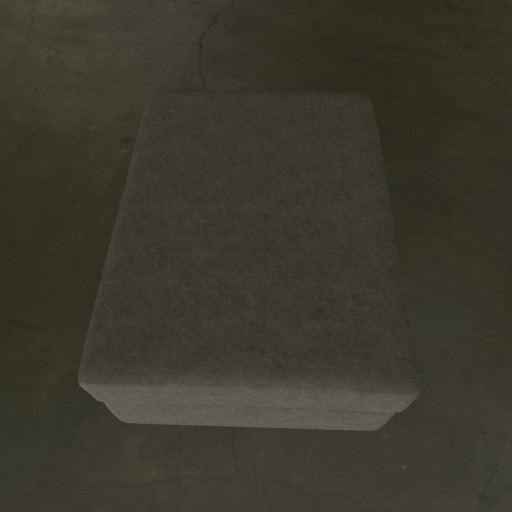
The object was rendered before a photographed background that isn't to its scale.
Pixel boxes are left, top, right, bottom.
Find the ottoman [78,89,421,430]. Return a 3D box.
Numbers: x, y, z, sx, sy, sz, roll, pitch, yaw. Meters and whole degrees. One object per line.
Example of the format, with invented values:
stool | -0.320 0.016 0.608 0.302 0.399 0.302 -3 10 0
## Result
ottoman | 0.000 0.000 1.178 0.639 0.464 0.839 1 57 1
